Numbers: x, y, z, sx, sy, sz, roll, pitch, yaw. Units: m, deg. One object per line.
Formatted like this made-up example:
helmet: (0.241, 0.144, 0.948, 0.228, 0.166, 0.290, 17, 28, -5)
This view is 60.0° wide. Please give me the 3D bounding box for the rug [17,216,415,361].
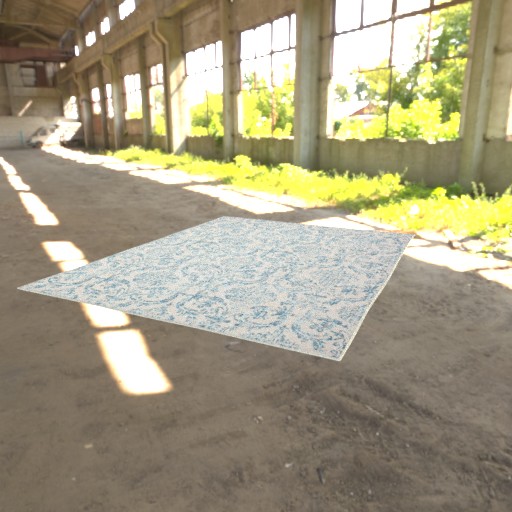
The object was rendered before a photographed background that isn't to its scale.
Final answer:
rug: (0.000, 0.000, 3.966, 2.363, 0.012, 2.980, 8, 18, 25)
